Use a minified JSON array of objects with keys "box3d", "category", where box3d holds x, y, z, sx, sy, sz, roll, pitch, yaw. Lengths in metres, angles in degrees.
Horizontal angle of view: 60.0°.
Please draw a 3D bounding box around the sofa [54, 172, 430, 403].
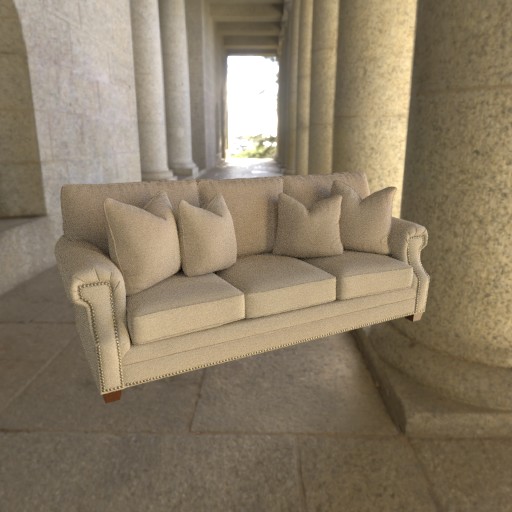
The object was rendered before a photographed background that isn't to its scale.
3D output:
[{"box3d":[0.000,0.000,2.835,2.312,0.975,0.965,-8,17,-27],"category":"sofa"}]
